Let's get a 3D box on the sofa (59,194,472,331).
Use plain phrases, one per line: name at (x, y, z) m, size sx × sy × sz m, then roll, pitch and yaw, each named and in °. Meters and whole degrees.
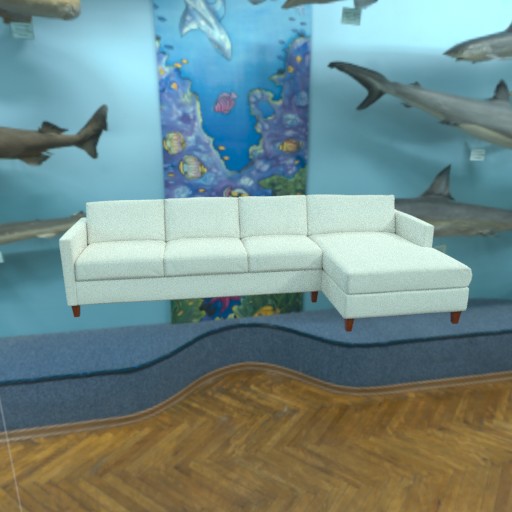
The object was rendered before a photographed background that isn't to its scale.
sofa at (0.000, 0.000, 4.226) m, size 3.471 × 0.954 × 1.606 m, roll -3°, pitch 17°, yaw -8°
